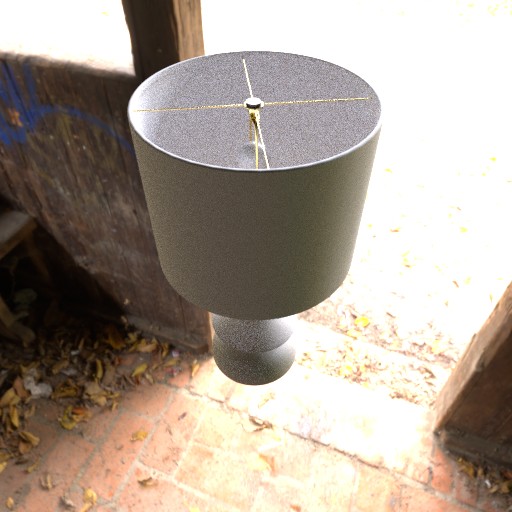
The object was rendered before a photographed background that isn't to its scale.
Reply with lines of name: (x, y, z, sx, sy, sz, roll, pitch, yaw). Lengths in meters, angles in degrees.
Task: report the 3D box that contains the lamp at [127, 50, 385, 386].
lamp: (0.000, 0.000, 0.717, 0.301, 0.533, 0.301, -5, 46, -4)
